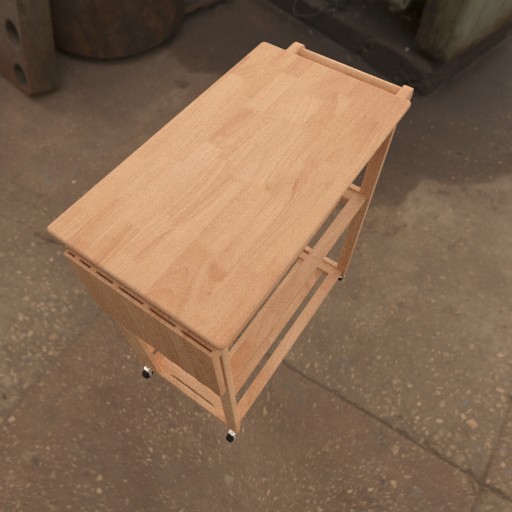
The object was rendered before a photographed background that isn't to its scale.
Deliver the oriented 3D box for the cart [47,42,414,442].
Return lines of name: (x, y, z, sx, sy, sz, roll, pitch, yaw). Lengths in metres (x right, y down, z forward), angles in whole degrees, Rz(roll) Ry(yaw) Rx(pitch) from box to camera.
cart: (0.000, 0.000, 1.343, 0.432, 0.879, 0.853, 31, 63, 18)
